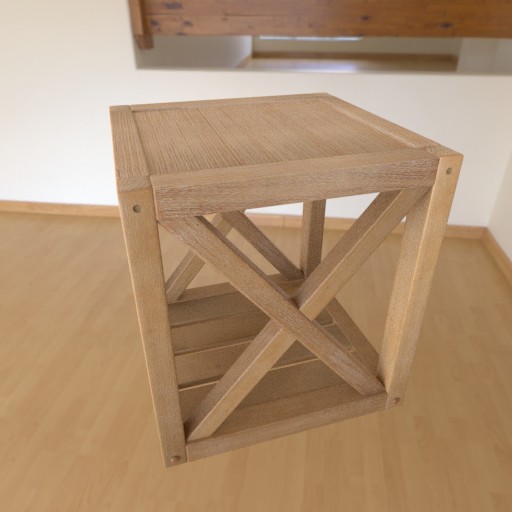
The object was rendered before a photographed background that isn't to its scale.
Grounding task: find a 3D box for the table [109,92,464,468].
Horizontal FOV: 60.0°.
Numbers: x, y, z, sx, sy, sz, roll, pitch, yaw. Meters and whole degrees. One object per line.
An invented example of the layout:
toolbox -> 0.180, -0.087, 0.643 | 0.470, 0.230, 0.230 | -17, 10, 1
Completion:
table -> 0.000, 0.000, 1.045 | 0.559, 0.610, 0.558 | -9, 32, -15
